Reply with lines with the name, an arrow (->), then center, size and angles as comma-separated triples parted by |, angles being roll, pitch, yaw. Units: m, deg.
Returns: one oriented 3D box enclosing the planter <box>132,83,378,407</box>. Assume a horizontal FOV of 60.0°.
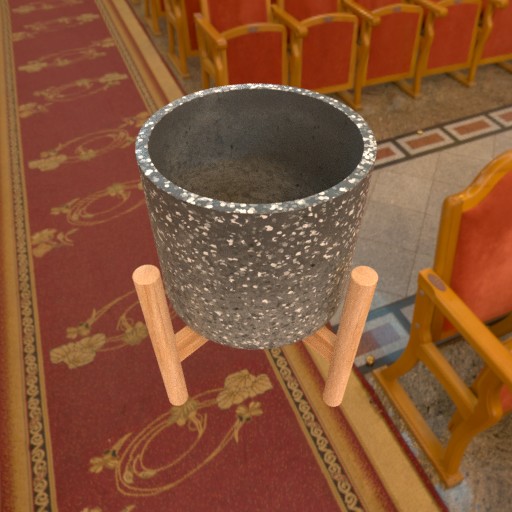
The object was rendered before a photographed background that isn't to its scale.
planter -> 0.000, 0.000, 0.528 | 0.284, 0.320, 0.284 | -16, 48, -15
